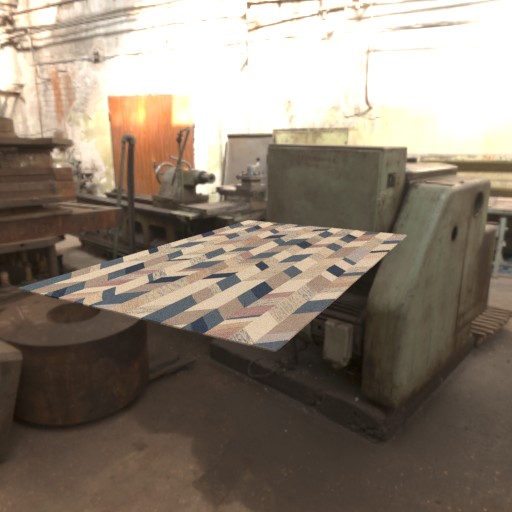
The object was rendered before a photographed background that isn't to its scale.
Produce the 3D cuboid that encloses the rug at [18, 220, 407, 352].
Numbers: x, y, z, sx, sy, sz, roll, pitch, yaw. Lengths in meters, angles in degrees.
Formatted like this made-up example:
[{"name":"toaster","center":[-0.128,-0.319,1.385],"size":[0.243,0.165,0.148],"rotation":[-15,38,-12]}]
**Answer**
[{"name":"rug","center":[0.000,0.000,2.982],"size":[1.513,0.008,2.423],"rotation":[8,16,28]}]
